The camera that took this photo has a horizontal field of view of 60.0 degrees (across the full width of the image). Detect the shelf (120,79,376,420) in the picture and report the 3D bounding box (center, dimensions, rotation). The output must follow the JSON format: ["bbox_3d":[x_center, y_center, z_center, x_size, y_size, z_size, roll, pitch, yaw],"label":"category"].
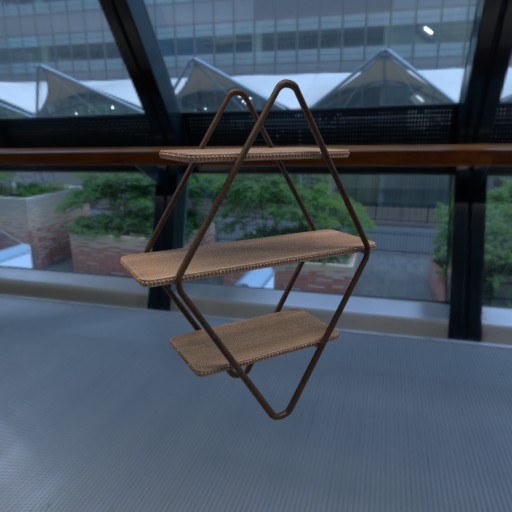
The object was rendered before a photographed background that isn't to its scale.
[{"bbox_3d":[0.000,0.000,1.065,0.609,0.774,0.234,-9,18,-28],"label":"shelf"}]
